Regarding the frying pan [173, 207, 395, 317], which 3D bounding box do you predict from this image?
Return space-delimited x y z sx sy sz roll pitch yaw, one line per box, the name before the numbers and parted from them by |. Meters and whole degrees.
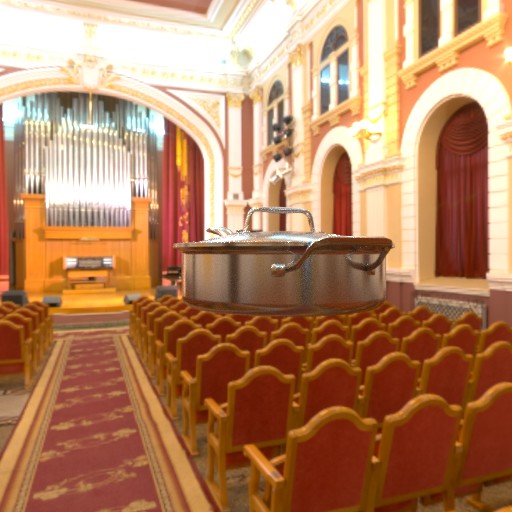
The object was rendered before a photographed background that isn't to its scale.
frying pan | 0.000 0.000 0.590 0.245 0.111 0.492 0 0 -20
